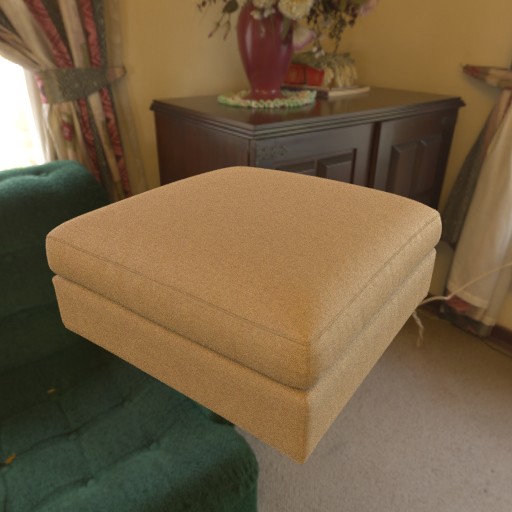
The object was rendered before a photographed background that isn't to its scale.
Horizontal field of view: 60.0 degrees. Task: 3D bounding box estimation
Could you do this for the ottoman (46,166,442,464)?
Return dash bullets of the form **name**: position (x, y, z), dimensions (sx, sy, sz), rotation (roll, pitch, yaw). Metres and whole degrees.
- **ottoman**: position (0.000, 0.000, 1.624), dimensions (1.041, 0.470, 1.041), rotation (18, 31, 32)
